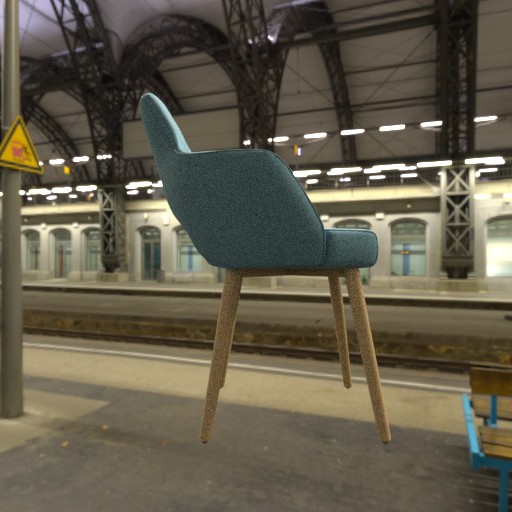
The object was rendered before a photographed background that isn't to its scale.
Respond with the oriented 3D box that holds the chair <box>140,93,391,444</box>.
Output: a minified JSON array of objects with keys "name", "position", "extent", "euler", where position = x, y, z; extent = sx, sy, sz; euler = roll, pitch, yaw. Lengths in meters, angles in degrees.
[{"name":"chair","position":[0.000,0.000,1.319],"extent":[0.666,0.920,0.589],"euler":[0,0,0]}]
